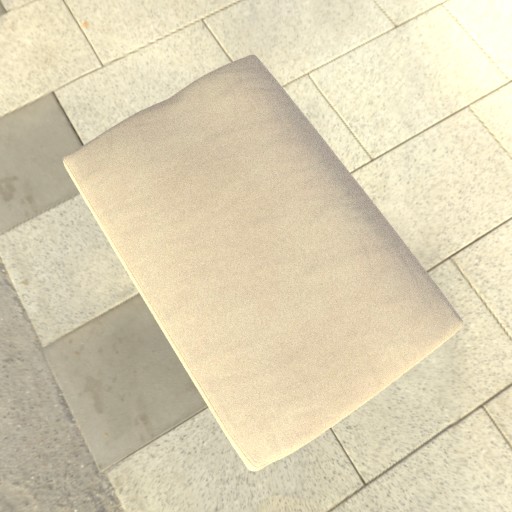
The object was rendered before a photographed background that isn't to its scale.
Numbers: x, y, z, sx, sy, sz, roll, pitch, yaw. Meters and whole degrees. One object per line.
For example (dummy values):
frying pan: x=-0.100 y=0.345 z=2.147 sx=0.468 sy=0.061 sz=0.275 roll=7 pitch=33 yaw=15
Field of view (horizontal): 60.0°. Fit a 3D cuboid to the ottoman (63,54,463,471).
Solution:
ottoman: x=0.000 y=0.000 z=1.172 sx=0.590 sy=0.444 sz=0.872 roll=-33 pitch=77 yaw=-8
